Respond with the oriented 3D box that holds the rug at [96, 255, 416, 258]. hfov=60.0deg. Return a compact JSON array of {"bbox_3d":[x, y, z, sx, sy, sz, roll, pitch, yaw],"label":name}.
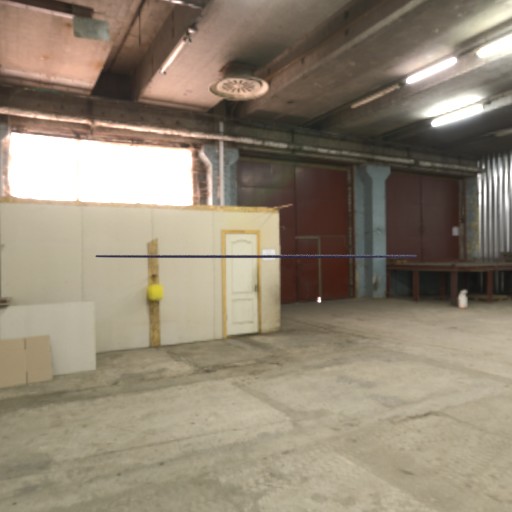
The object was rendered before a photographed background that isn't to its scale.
[{"bbox_3d":[0.000,0.000,3.503,2.386,0.014,2.386,0,0,0],"label":"rug"}]
